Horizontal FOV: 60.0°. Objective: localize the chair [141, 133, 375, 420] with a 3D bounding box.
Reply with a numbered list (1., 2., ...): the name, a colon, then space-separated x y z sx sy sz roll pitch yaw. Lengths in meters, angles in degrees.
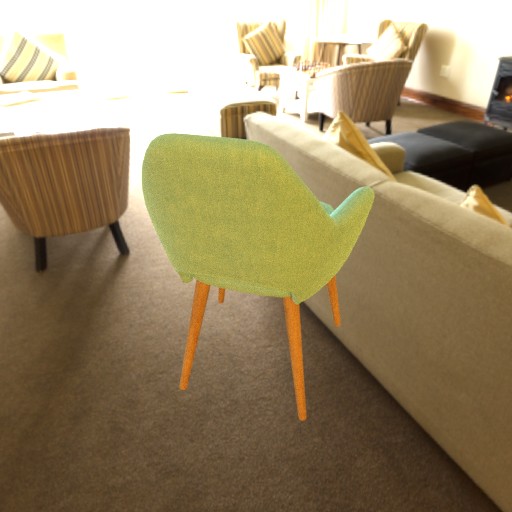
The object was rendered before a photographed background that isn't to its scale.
1. chair: 0.000 0.000 1.249 0.590 0.840 0.610 9 33 15
